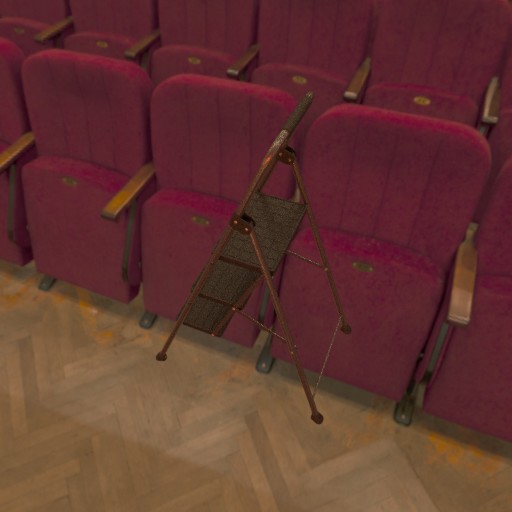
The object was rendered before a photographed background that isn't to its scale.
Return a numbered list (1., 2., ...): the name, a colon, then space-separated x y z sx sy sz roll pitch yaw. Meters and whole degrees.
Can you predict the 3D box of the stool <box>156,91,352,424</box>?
1. stool: 0.000 0.000 1.506 0.733 1.121 0.473 17 50 15
